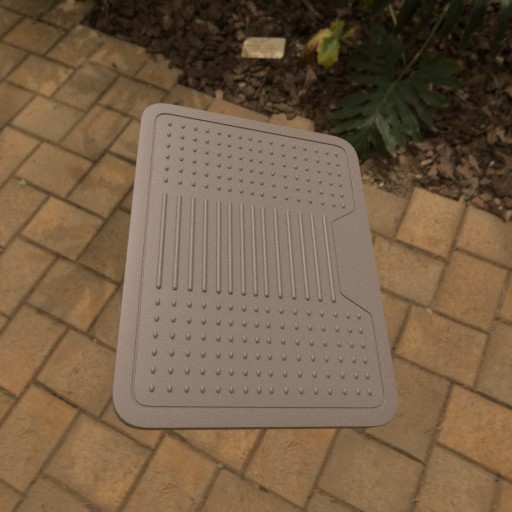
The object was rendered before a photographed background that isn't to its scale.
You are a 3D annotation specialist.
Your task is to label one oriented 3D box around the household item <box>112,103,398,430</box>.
[{"bbox_3d":[0.000,0.000,0.532,0.301,0.126,0.390,-2,64,-1],"label":"household item"}]
